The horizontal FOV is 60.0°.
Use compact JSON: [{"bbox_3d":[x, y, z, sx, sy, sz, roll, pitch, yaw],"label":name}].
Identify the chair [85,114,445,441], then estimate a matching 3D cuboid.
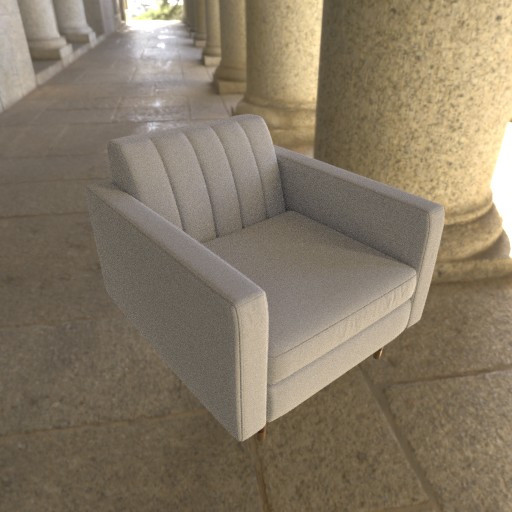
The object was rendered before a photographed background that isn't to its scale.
[{"bbox_3d":[0.000,0.000,1.707,0.953,0.819,0.998,-22,38,-32],"label":"chair"}]
